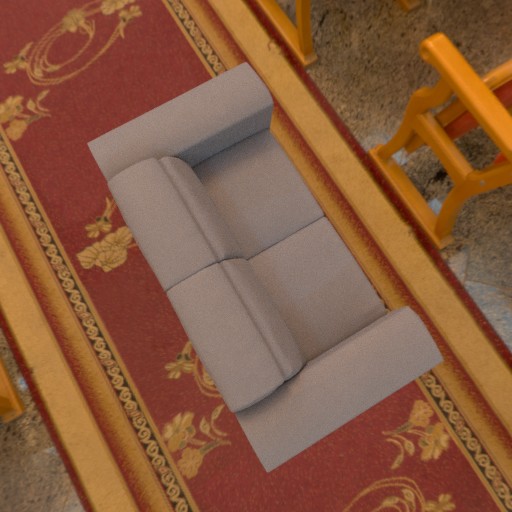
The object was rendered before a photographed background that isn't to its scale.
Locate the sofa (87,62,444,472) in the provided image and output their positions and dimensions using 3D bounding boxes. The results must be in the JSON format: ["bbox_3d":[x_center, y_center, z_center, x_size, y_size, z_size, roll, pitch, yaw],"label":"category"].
[{"bbox_3d":[0.000,0.000,2.441,1.003,0.779,1.895,-30,79,-6],"label":"sofa"}]
